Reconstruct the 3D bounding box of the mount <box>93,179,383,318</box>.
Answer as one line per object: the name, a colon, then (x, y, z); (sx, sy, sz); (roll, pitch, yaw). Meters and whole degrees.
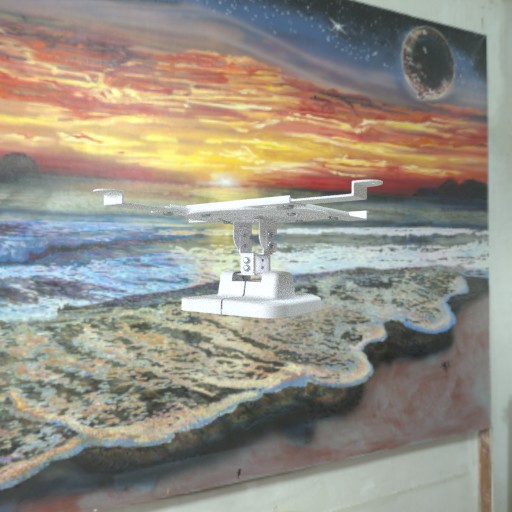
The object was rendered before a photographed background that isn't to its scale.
mount: (0.000, 0.000, 0.593); (0.394, 0.141, 0.394); (0, 0, 36)
